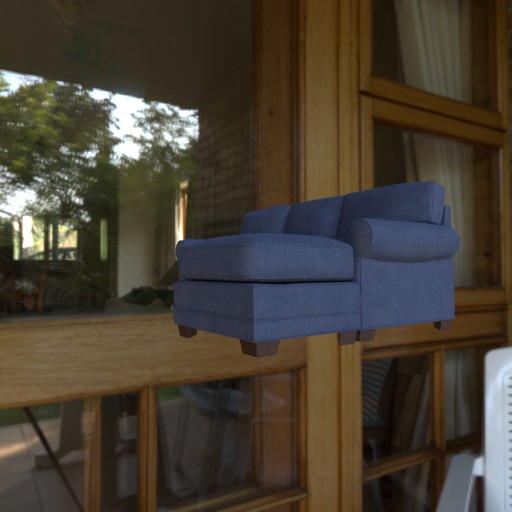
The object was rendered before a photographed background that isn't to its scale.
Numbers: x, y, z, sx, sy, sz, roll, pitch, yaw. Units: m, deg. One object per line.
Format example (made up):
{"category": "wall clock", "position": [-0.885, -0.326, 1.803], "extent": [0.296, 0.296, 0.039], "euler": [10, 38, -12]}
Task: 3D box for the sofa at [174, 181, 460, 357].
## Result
{"category": "sofa", "position": [0.000, 0.000, 3.597], "extent": [1.780, 1.063, 2.567], "euler": [1, -2, -36]}
